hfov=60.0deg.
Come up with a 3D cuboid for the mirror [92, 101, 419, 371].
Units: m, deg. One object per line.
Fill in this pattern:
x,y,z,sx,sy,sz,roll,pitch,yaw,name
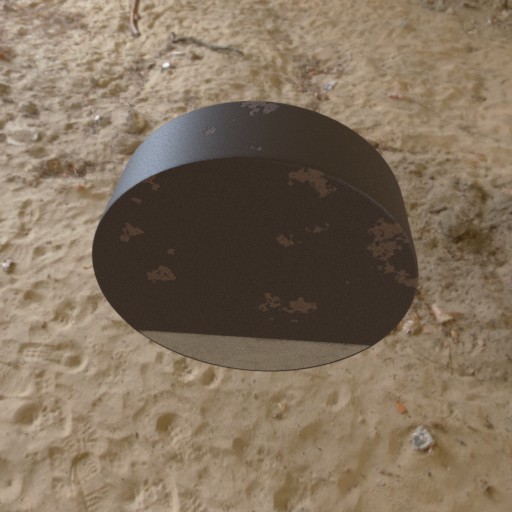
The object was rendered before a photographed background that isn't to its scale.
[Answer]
0.000,0.000,0.580,0.386,0.386,0.126,3,47,3,mirror
